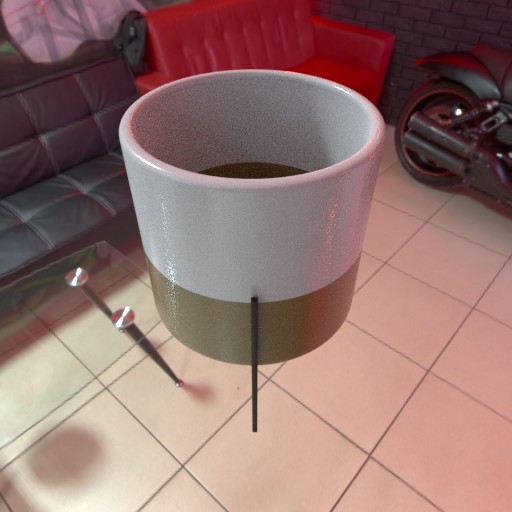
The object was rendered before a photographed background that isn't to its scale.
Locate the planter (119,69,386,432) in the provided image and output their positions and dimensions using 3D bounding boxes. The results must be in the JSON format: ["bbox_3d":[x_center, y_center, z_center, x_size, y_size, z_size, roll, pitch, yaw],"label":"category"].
[{"bbox_3d":[0.000,0.000,0.648,0.310,0.432,0.310,-11,43,-11],"label":"planter"}]
